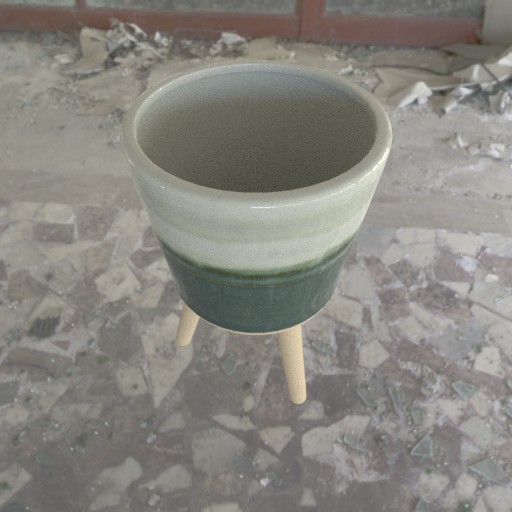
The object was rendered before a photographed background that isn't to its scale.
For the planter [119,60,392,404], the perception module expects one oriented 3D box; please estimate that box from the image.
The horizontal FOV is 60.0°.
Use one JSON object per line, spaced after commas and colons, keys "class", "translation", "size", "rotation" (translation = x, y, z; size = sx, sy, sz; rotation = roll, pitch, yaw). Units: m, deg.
{"class": "planter", "translation": [0.000, 0.000, 0.478], "size": [0.217, 0.331, 0.217], "rotation": [33, 55, 27]}
